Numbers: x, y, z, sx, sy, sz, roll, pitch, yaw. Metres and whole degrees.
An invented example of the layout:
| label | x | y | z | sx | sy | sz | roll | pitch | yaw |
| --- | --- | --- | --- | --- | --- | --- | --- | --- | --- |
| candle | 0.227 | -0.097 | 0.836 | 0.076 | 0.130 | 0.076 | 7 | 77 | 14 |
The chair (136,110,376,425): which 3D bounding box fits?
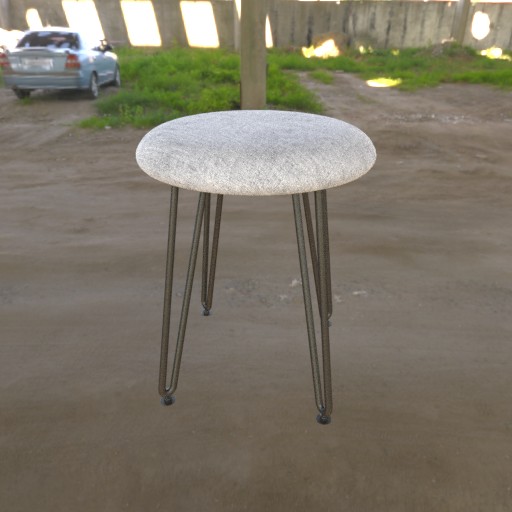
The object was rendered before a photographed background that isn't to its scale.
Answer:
| label | x | y | z | sx | sy | sz | roll | pitch | yaw |
| --- | --- | --- | --- | --- | --- | --- | --- | --- | --- |
| chair | 0.000 | 0.000 | 0.658 | 0.350 | 0.386 | 0.350 | -19 | 33 | -32 |
